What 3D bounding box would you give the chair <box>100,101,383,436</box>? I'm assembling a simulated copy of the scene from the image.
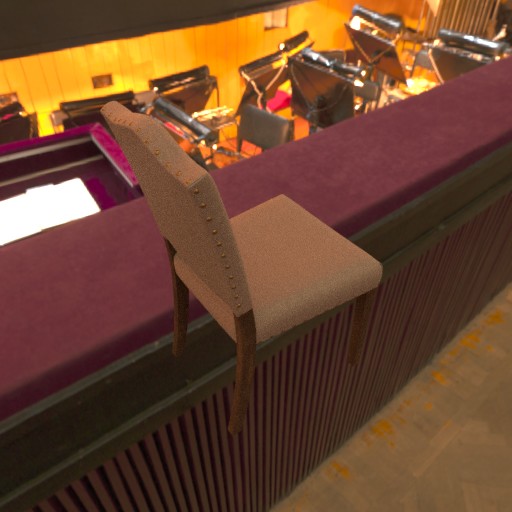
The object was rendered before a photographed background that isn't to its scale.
[{"bbox_3d":[0.000,0.000,1.357,0.620,1.020,0.508,-25,47,-26],"label":"chair"}]
